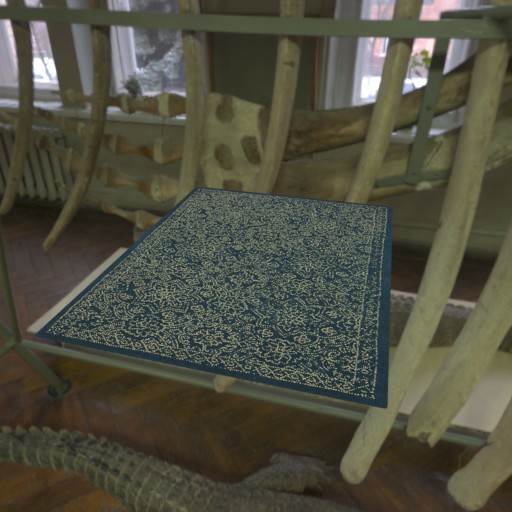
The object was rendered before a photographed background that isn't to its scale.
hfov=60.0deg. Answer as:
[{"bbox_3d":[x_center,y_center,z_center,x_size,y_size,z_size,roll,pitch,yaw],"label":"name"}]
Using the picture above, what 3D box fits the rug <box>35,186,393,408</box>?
[{"bbox_3d":[0.000,0.000,4.140,2.438,0.010,3.048,8,31,13],"label":"rug"}]
